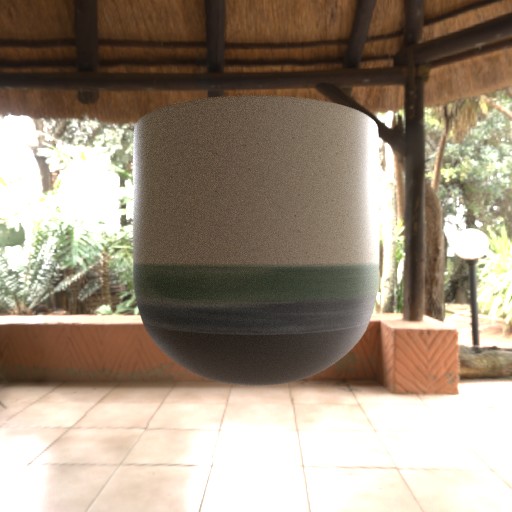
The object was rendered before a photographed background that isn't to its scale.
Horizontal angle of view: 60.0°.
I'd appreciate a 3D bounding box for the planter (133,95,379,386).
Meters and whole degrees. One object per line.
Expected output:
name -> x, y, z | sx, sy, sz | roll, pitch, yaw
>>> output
planter -> 0.000, 0.000, 0.501 | 0.268, 0.270, 0.268 | 0, 0, 0
